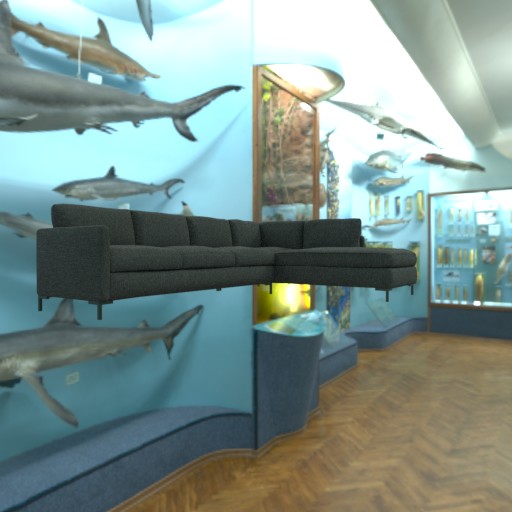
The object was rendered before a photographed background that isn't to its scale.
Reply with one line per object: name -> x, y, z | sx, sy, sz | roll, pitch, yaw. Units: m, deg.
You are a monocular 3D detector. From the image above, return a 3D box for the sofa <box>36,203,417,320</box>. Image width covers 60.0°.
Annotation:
sofa -> 0.000, 0.000, 3.921 | 2.007, 0.815, 2.949 | 0, 1, 35
